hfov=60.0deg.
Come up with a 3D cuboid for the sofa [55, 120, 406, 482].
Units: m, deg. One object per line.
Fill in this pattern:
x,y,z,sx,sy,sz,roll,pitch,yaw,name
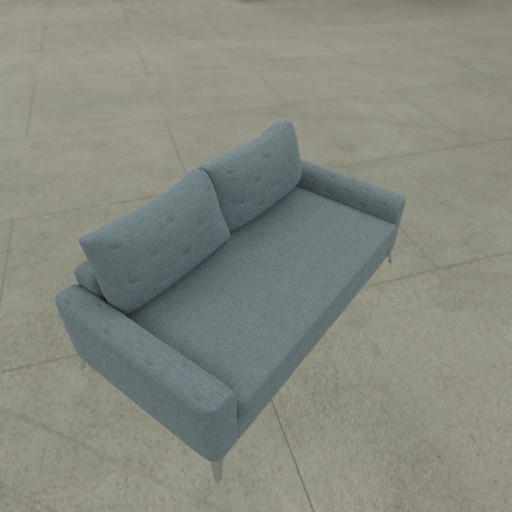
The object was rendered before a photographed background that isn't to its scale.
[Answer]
0.000,0.000,2.178,0.920,0.790,1.650,27,48,27,sofa
